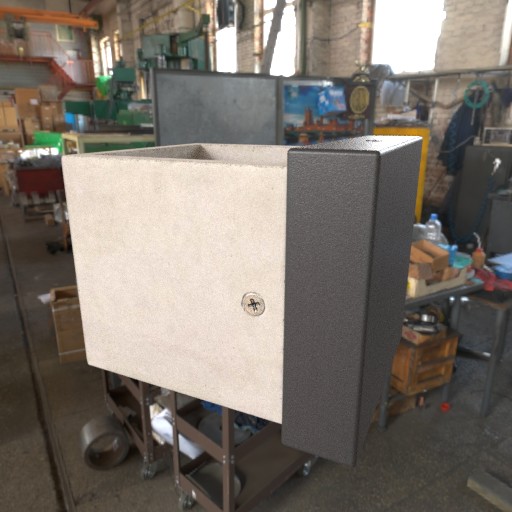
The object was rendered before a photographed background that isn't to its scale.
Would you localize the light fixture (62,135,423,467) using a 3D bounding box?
[{"bbox_3d":[0.000,0.000,0.235,0.143,0.121,0.121,8,19,24],"label":"light fixture"}]
